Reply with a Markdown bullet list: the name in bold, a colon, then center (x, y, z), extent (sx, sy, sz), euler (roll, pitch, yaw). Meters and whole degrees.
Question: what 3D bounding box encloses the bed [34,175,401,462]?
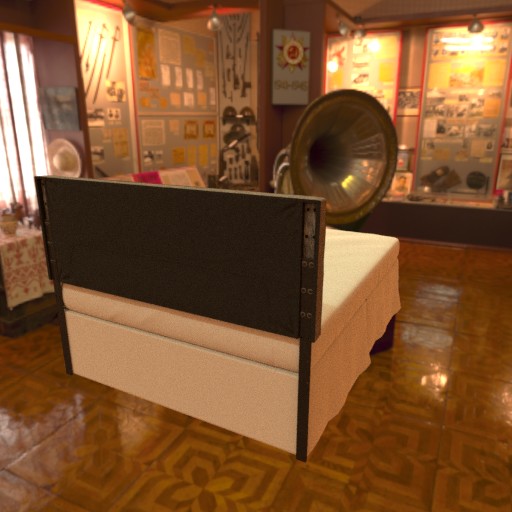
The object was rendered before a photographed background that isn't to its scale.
- **bed**: center (0.000, 0.000, 2.945), extent (1.621, 1.168, 1.958), euler (9, 19, 27)
